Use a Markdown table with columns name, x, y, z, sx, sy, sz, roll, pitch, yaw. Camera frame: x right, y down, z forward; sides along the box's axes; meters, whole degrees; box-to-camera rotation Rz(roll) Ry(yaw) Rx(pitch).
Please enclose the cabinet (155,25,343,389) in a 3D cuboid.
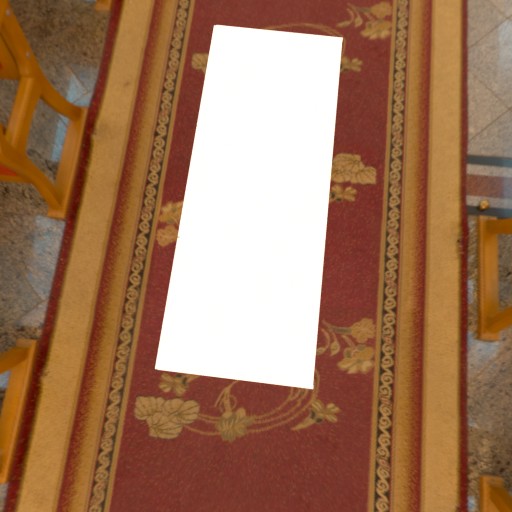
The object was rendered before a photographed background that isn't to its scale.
| name | x | y | z | sx | sy | sz | roll | pitch | yaw |
| --- | --- | --- | --- | --- | --- | --- | --- | --- | --- |
| cabinet | 0.000 | 0.000 | 2.457 | 0.510 | 1.910 | 1.290 | 7 | 76 | 2 |
